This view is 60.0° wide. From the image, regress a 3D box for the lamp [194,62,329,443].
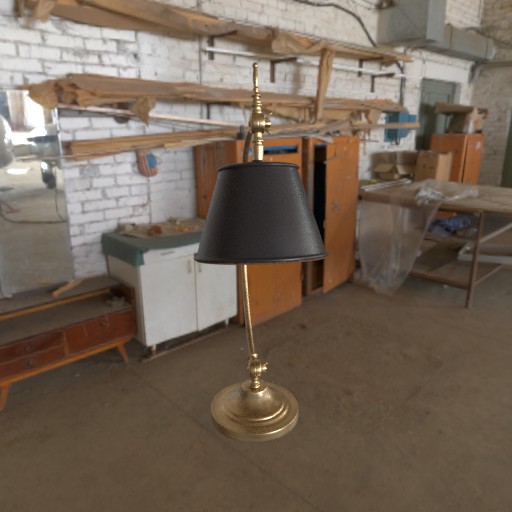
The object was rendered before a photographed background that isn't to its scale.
[{"bbox_3d":[0.000,0.000,0.835,0.235,0.675,0.344,-3,17,-8],"label":"lamp"}]
